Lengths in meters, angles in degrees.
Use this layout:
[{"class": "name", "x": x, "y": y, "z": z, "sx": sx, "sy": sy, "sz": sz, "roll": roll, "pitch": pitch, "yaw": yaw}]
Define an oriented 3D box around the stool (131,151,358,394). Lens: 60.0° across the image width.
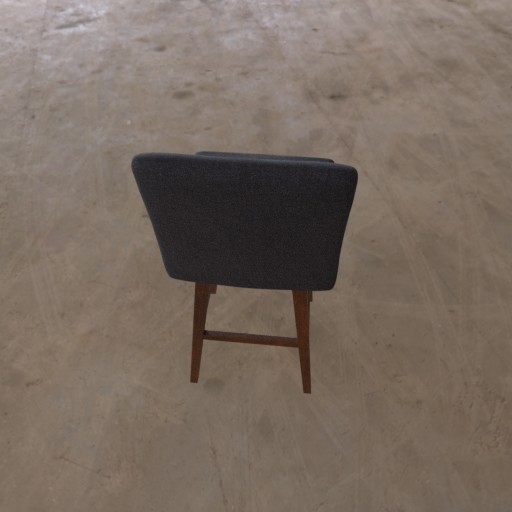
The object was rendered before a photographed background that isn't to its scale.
[{"class": "stool", "x": 0.000, "y": 0.000, "z": 1.399, "sx": 0.489, "sy": 1.068, "sz": 0.572, "roll": 4, "pitch": 47, "yaw": 4}]
